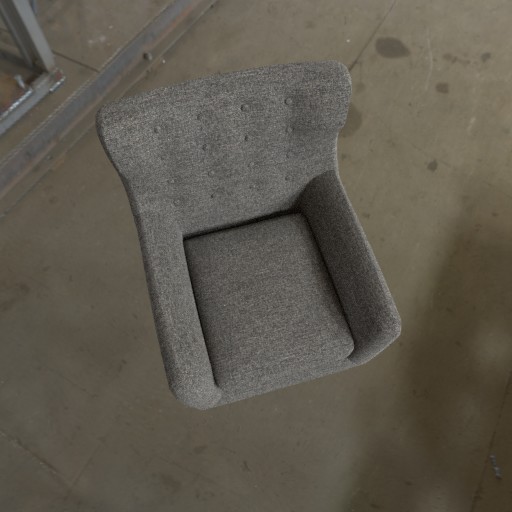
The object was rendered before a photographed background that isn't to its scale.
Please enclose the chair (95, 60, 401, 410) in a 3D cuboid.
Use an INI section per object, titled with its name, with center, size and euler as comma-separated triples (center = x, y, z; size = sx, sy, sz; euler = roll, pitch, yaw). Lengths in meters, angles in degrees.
[chair]
center = 0.000, 0.000, 1.758
size = 0.889, 1.039, 0.940
euler = -14, 63, -7
